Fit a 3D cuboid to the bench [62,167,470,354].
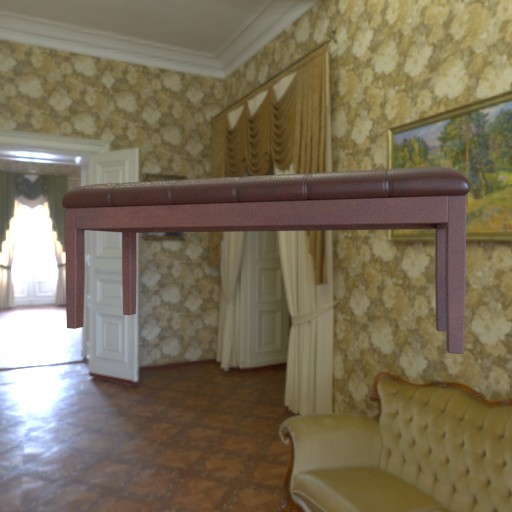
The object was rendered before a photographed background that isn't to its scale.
[{"bbox_3d":[0.000,0.000,1.484,1.259,0.491,0.401,0,1,17],"label":"bench"}]
